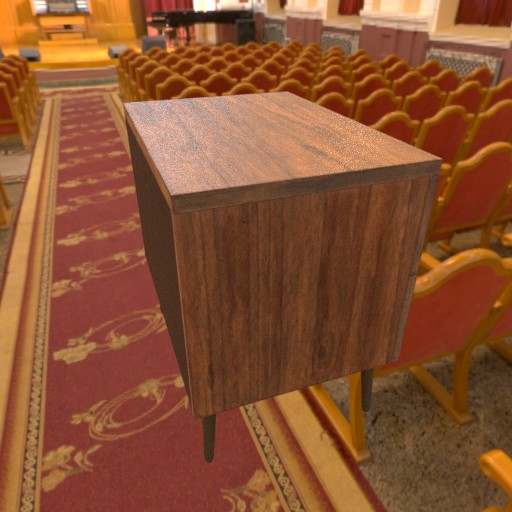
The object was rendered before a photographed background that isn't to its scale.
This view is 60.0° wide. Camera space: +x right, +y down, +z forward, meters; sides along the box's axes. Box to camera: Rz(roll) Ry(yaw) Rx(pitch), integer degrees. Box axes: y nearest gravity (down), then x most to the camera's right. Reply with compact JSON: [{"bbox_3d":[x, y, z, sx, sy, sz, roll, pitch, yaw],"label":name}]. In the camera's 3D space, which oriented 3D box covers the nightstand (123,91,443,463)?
[{"bbox_3d":[0.000,0.000,1.041,0.458,0.610,0.610,-11,32,-17],"label":"nightstand"}]
